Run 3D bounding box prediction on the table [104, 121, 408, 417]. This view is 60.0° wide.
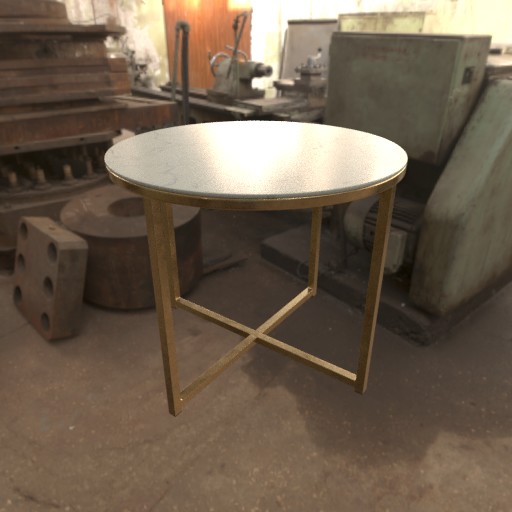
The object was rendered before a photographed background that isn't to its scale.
[{"bbox_3d":[0.000,0.000,0.858,0.500,0.420,0.500,0,27,0],"label":"table"}]
